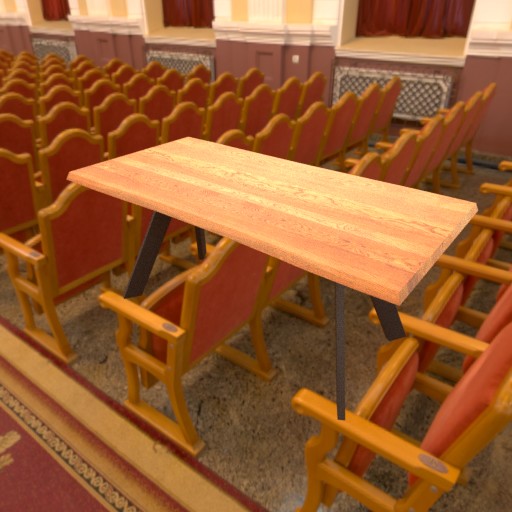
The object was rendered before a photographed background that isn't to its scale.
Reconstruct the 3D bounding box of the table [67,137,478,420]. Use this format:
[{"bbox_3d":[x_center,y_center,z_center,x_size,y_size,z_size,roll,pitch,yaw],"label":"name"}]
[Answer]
[{"bbox_3d":[0.000,0.000,2.309,1.800,0.770,0.900,21,36,32],"label":"table"}]
